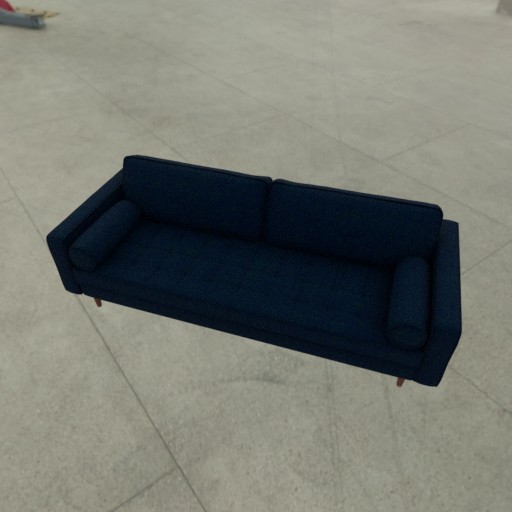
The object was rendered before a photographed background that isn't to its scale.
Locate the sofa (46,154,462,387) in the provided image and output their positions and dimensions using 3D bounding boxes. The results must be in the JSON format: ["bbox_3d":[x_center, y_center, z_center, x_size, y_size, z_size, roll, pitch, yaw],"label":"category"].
[{"bbox_3d":[0.000,0.000,2.642,2.210,0.762,0.914,12,42,14],"label":"sofa"}]
